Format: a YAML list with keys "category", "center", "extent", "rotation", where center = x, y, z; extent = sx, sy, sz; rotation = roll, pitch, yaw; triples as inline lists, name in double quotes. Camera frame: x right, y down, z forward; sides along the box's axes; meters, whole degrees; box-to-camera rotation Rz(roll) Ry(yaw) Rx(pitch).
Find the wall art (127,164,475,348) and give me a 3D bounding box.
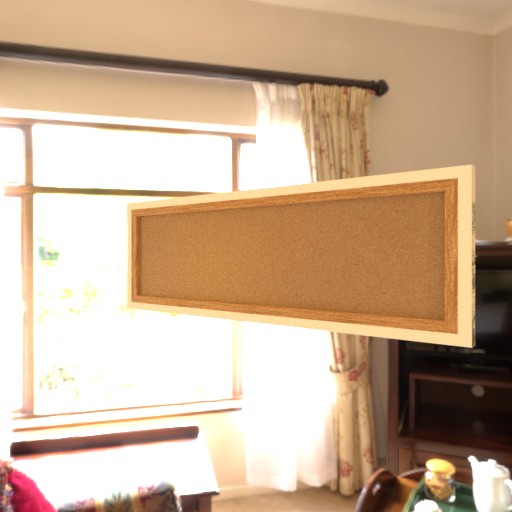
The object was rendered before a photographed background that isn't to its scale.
- category: "wall art"
  center: [0.000, 0.000, 1.695]
  extent: [1.520, 0.507, 0.044]
  rotation: [0, 0, 37]
